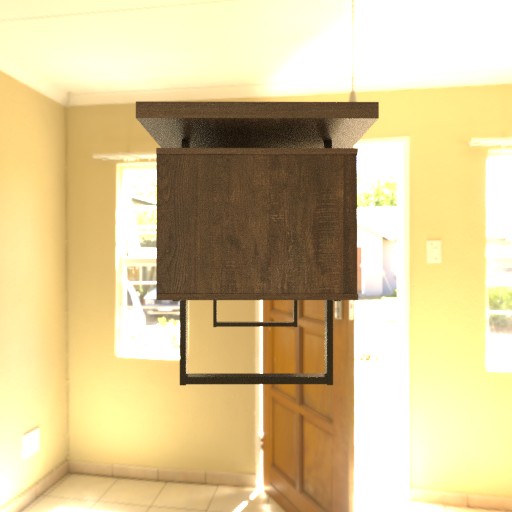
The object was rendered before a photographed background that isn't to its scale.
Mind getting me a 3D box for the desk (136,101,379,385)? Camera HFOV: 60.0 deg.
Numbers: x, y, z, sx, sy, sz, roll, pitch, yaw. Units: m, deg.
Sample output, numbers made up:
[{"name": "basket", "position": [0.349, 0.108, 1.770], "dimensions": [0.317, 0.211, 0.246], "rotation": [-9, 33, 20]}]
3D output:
[{"name": "desk", "position": [0.000, 0.000, 1.855], "dimensions": [0.600, 0.760, 1.524], "rotation": [0, 0, 0]}]
